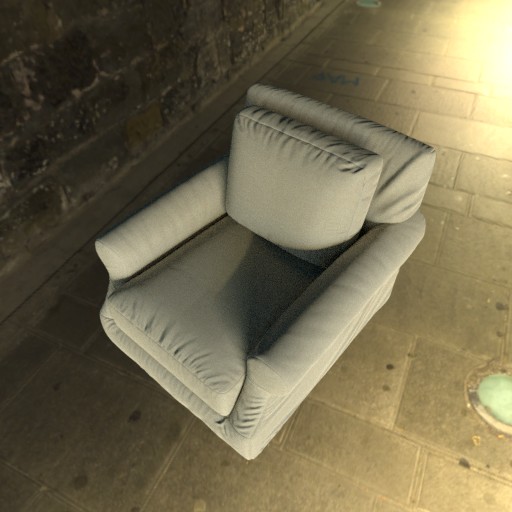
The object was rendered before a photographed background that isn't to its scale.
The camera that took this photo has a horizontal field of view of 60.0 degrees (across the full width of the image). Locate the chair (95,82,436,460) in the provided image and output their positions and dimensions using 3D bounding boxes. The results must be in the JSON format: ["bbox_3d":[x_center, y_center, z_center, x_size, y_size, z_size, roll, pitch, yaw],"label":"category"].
[{"bbox_3d":[0.000,0.000,1.738,0.940,0.866,1.066,31,53,27],"label":"chair"}]
